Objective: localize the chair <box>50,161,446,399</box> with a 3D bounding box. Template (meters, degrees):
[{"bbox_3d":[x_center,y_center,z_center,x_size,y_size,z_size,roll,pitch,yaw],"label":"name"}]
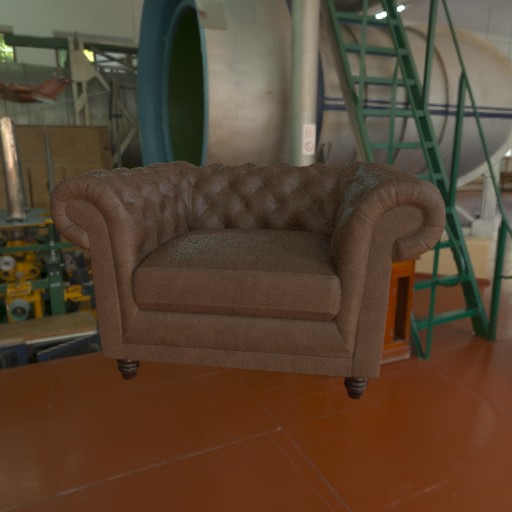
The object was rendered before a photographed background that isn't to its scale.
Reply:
[{"bbox_3d":[0.000,0.000,1.895,1.298,0.784,0.954,2,14,9],"label":"chair"}]
